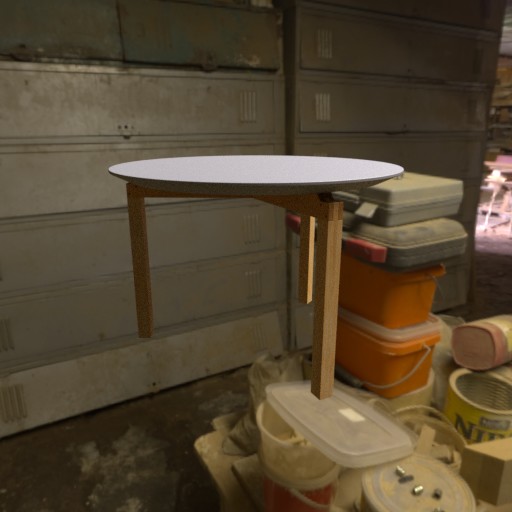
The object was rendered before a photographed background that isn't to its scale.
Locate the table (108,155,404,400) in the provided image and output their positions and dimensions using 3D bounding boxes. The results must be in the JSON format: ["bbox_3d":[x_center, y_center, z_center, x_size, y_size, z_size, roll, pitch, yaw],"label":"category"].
[{"bbox_3d":[0.000,0.000,1.003,0.600,0.405,0.600,0,17,0],"label":"table"}]
